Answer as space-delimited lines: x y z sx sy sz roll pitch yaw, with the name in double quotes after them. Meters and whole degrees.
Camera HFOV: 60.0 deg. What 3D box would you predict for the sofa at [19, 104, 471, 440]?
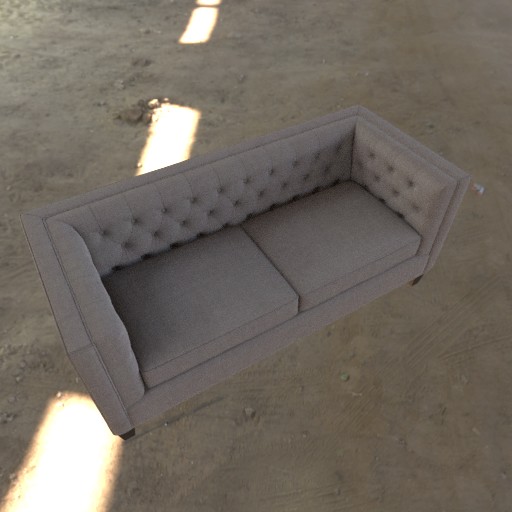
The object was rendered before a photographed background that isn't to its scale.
0.000 0.000 2.140 1.778 0.762 0.775 -23 51 -21 "sofa"
